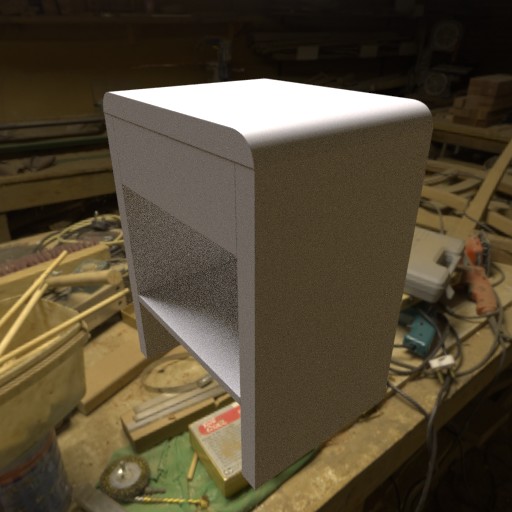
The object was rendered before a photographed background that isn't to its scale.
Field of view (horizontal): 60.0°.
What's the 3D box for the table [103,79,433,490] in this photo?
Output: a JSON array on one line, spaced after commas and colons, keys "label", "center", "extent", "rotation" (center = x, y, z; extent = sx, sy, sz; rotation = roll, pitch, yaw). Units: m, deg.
[{"label": "table", "center": [0.000, 0.000, 0.858], "extent": [0.350, 0.590, 0.450], "rotation": [-20, 33, -33]}]
